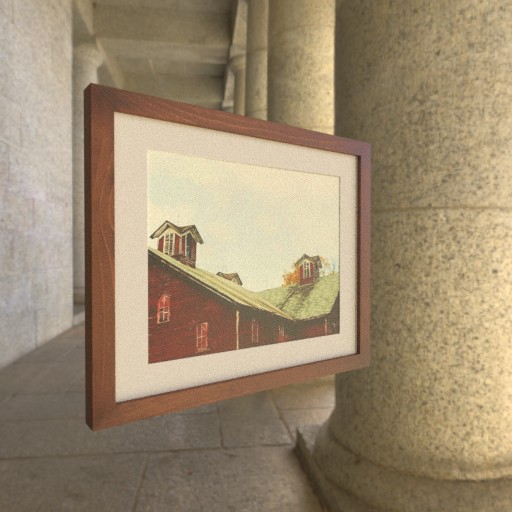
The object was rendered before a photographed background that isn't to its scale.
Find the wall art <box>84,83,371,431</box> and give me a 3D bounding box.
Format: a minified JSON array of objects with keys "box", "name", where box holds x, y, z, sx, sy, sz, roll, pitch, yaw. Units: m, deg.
[{"box":[0.000,0.000,0.759,0.558,0.457,0.033,-1,1,-36],"name":"wall art"}]
